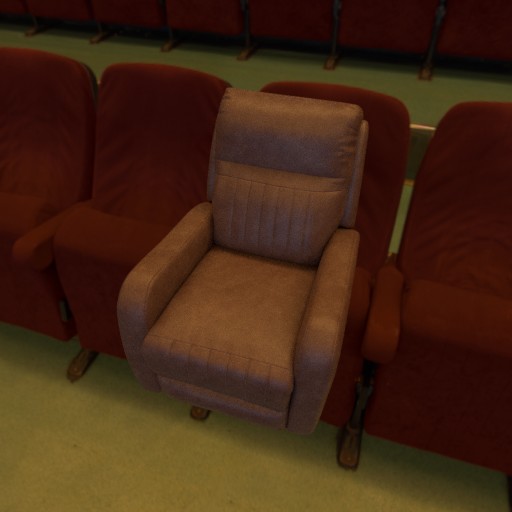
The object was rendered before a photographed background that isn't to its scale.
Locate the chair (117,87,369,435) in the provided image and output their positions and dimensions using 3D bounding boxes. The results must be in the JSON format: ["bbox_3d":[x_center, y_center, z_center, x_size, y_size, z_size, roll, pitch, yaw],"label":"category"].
[{"bbox_3d":[0.000,0.000,1.896,0.865,1.067,1.067,12,43,14],"label":"chair"}]
